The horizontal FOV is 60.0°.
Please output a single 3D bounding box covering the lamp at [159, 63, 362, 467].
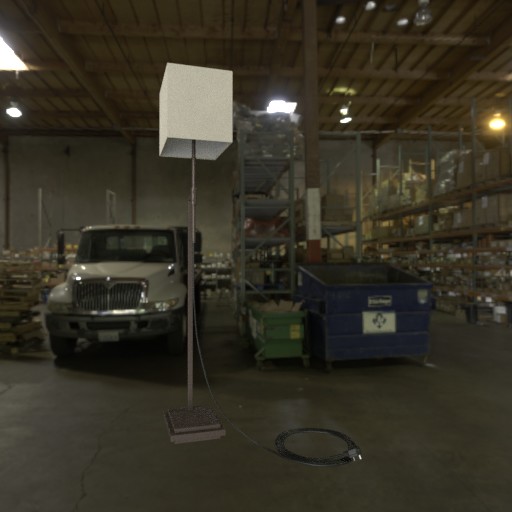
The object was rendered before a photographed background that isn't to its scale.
[{"bbox_3d":[0.000,0.000,1.950,0.774,1.600,0.698,0,-1,-17],"label":"lamp"}]
